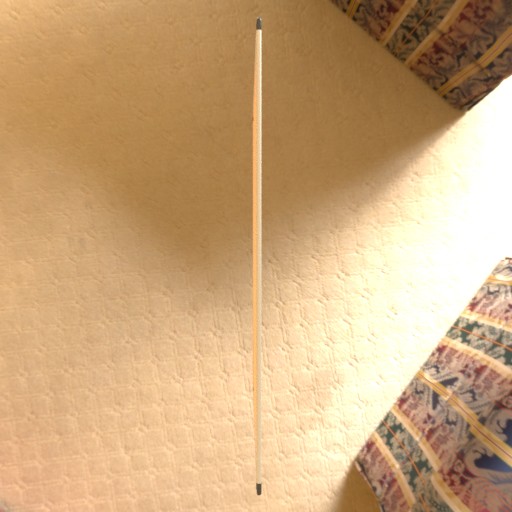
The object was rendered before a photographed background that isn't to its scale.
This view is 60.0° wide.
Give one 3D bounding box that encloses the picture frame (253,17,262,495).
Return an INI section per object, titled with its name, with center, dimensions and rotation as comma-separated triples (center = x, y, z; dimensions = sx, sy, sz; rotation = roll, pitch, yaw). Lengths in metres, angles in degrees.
[picture frame]
center = 0.000, 0.000, 1.128
dimensions = 0.010, 0.600, 0.900
rotation = 0, 91, -1
